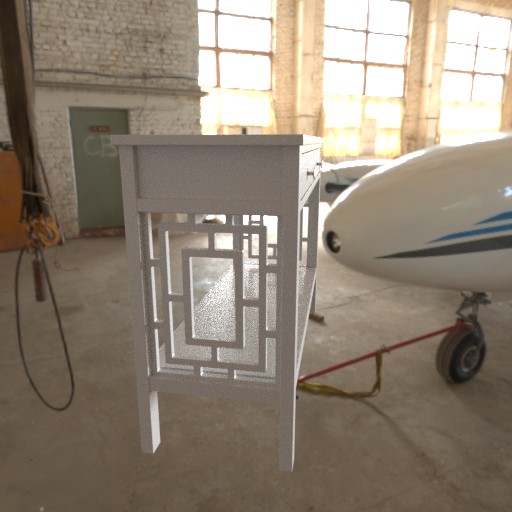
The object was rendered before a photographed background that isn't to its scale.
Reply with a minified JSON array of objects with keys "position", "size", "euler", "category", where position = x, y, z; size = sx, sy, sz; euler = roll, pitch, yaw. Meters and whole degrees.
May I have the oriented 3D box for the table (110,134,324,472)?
[{"position":[0.000,0.000,1.453],"size":[0.397,0.753,1.068],"euler":[3,15,10],"category":"table"}]
